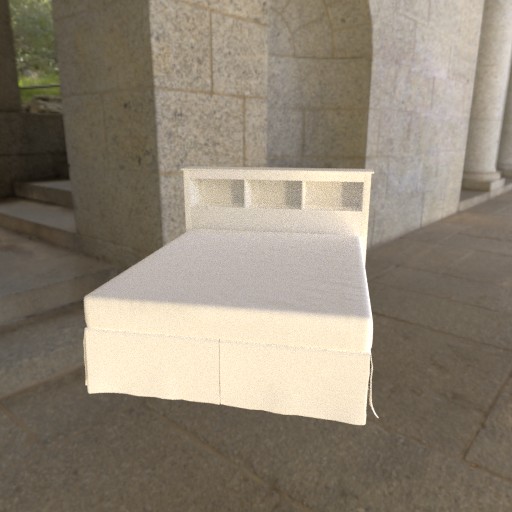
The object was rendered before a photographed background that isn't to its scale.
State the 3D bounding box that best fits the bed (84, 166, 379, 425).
[{"bbox_3d":[0.000,0.000,3.200,1.671,1.092,2.133,3,16,11],"label":"bed"}]
